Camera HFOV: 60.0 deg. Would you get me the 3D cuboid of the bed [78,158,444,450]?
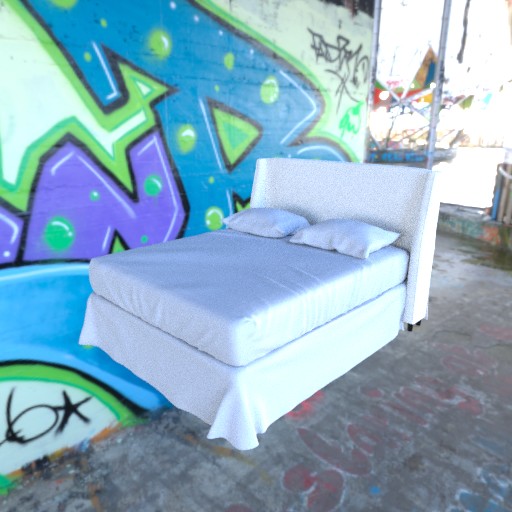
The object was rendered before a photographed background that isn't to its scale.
[{"bbox_3d":[0.000,0.000,3.488,1.925,1.332,2.276,16,23,42],"label":"bed"}]
